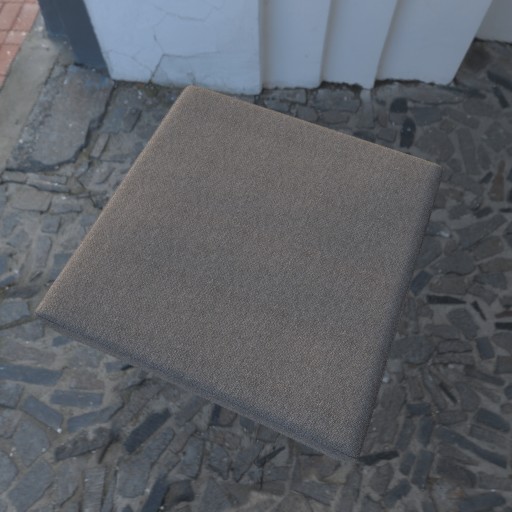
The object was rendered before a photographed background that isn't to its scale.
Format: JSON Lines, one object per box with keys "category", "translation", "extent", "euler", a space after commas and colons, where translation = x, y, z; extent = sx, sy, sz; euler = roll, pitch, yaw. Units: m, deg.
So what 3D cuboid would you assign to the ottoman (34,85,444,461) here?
{"category": "ottoman", "translation": [0.000, 0.000, 1.497], "extent": [0.970, 0.378, 0.981], "euler": [21, 66, 10]}
